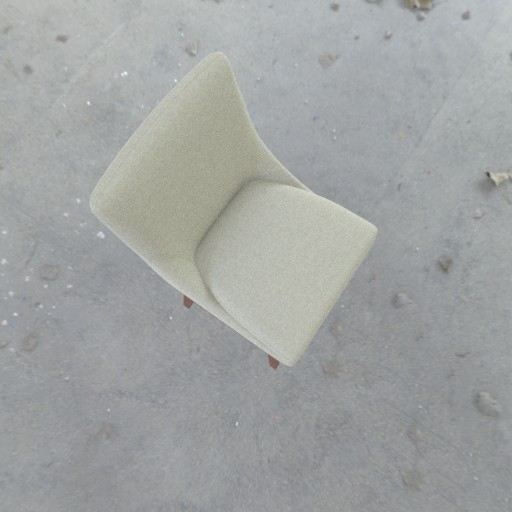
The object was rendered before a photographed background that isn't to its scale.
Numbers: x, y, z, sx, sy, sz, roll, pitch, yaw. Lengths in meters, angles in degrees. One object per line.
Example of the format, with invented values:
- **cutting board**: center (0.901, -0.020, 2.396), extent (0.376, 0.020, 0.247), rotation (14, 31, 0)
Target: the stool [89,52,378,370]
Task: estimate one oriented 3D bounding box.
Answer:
- **stool**: center (0.000, 0.000, 1.399), extent (0.559, 1.092, 0.470), rotation (34, 77, 9)
